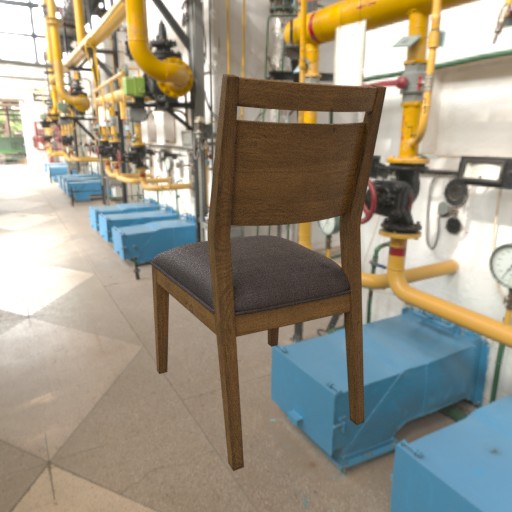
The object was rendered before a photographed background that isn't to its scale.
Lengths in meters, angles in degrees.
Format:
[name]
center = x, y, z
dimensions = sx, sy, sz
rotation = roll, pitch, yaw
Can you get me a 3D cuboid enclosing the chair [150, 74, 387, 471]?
[chair]
center = 0.000, 0.000, 1.337
dimensions = 0.501, 0.939, 0.610
rotation = -8, 17, -27
